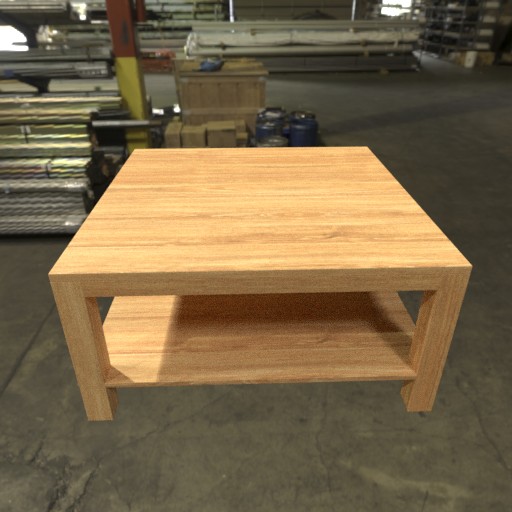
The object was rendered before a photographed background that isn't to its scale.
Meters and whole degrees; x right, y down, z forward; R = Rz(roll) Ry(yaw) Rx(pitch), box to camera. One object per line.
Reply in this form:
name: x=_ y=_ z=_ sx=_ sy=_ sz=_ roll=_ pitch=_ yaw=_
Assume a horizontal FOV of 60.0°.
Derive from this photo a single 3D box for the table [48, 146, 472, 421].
table: x=0.000 y=0.000 z=1.440 sx=0.900 sy=0.450 sz=0.900 roll=-1 pitch=30 yaw=-2
